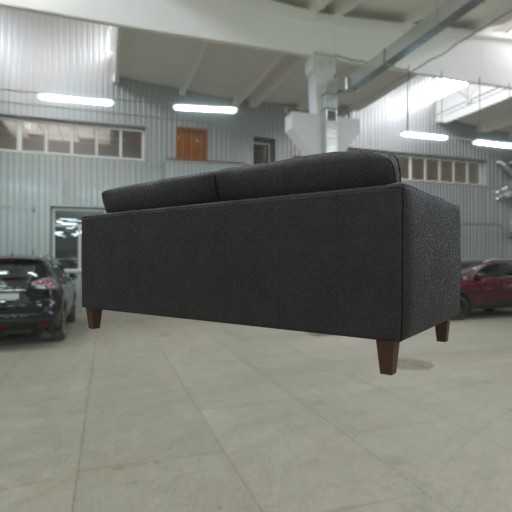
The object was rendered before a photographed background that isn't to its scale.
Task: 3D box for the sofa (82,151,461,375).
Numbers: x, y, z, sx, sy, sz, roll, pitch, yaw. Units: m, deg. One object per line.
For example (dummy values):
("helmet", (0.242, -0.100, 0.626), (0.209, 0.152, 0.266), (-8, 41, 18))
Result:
("sofa", (0.000, 0.000, 2.472), (1.971, 0.863, 0.933), (0, -1, 36))
